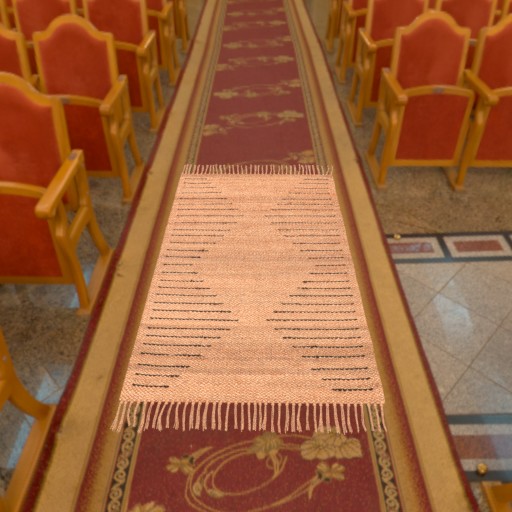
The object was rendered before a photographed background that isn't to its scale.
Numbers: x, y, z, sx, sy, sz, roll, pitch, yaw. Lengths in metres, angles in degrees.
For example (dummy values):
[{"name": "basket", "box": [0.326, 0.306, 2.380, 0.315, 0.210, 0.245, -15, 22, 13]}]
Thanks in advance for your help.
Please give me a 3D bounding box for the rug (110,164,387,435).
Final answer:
[{"name": "rug", "box": [0.000, 0.000, 2.041, 0.905, 0.017, 1.718, 0, 41, 0]}]
